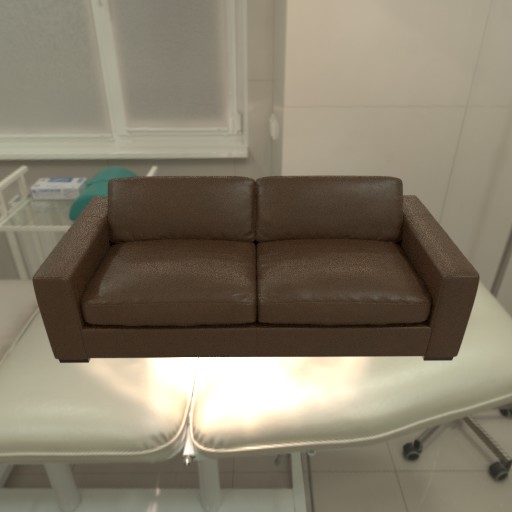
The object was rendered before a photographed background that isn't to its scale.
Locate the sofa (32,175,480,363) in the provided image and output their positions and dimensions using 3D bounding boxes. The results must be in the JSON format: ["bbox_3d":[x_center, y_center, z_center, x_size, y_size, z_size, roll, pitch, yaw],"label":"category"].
[{"bbox_3d":[0.000,0.000,2.724,2.262,0.801,1.070,0,31,0],"label":"sofa"}]
